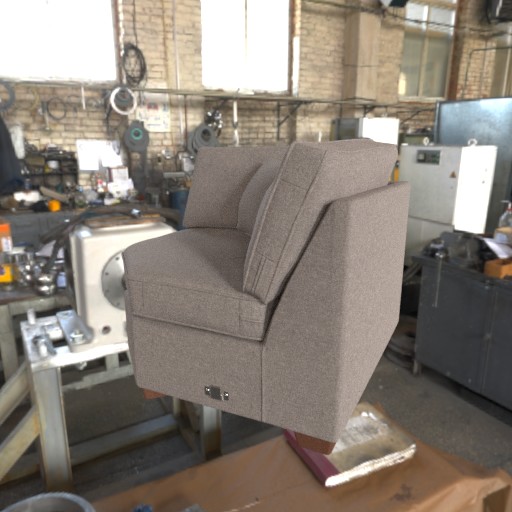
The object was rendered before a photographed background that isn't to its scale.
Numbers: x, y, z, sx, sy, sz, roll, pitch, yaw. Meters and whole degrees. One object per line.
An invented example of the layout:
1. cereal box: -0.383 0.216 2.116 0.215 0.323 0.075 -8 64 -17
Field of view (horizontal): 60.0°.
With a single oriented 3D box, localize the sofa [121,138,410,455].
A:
1. sofa: 0.000 0.000 1.855 1.050 0.951 1.042 7 16 26
